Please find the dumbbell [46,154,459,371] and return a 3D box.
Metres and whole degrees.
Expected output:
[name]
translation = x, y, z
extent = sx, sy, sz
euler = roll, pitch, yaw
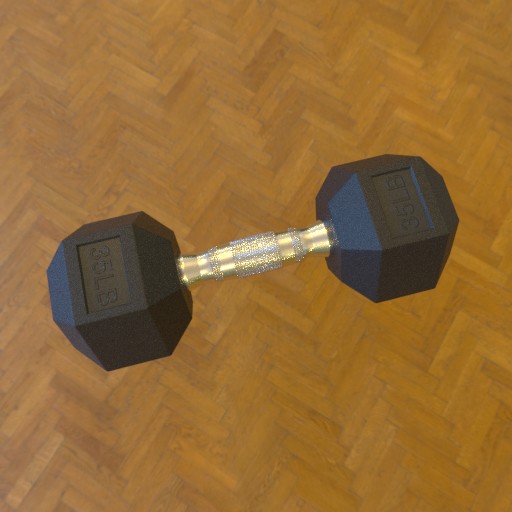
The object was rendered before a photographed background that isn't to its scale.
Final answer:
[dumbbell]
translation = 0.000, 0.000, 0.418
extent = 0.356, 0.123, 0.141
euler = -14, 76, -4
